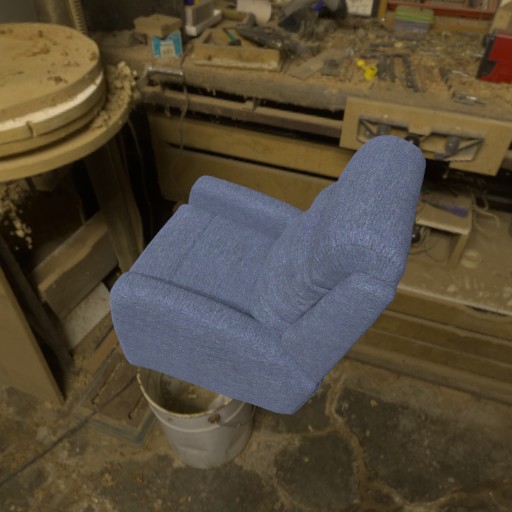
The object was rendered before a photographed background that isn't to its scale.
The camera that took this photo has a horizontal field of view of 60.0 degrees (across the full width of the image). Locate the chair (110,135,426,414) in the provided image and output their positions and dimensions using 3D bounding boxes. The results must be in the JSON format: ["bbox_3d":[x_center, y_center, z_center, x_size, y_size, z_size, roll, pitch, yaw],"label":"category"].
[{"bbox_3d":[0.000,0.000,1.748,1.043,1.013,0.798,15,47,15],"label":"chair"}]
